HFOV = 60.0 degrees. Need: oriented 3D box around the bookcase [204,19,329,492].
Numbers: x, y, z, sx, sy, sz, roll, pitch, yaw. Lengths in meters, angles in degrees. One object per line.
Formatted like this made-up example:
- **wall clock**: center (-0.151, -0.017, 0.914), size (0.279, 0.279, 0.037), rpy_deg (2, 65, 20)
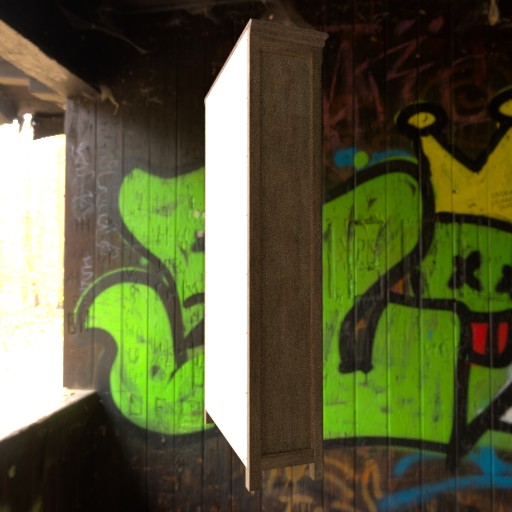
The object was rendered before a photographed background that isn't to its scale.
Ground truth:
- **bookcase**: center (0.000, 0.000, 2.225), size (0.348, 1.880, 0.906), rpy_deg (1, -2, -19)
